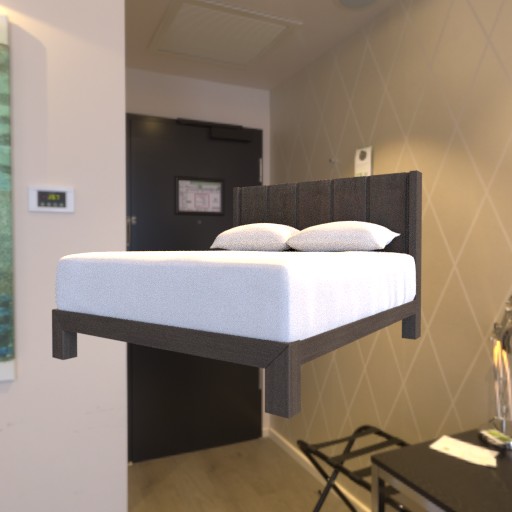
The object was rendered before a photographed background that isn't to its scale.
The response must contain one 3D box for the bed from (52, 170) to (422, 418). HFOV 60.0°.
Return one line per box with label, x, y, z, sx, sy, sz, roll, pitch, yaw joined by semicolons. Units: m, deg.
bed;0.000;0.000;3.087;1.735;1.261;1.992;1;2;35
